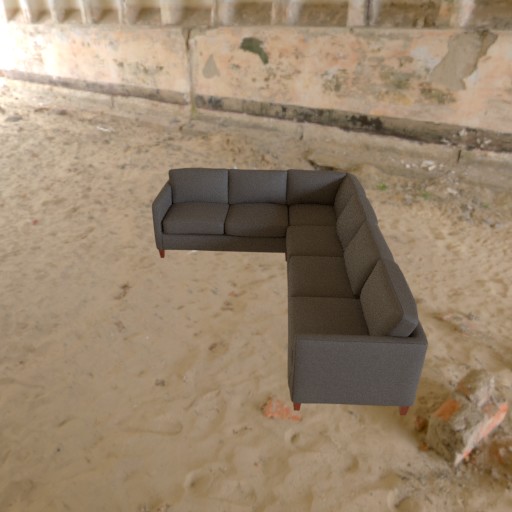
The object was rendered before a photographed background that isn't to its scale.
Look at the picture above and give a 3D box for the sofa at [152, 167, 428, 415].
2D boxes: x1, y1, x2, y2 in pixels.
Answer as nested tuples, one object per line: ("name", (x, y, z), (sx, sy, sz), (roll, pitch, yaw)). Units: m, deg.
("sofa", (0.000, 0.000, 4.583), (2.593, 0.947, 3.302), (2, 29, 3))
